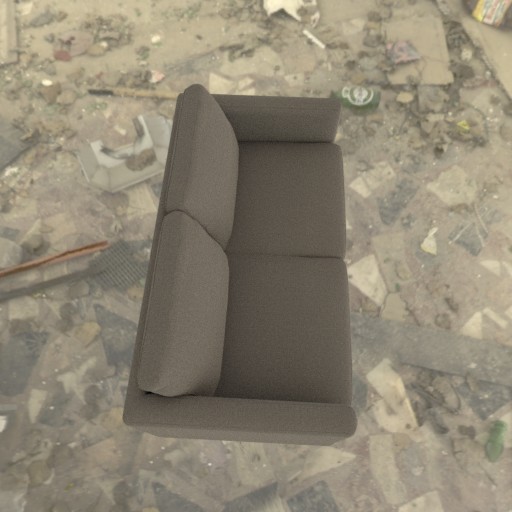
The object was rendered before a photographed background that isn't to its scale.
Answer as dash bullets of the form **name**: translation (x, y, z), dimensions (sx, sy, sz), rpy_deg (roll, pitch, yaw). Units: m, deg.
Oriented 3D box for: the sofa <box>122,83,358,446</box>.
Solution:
- **sofa**: translation (0.000, 0.000, 2.243), dimensions (0.940, 0.866, 1.713), rpy_deg (3, 64, 1)
